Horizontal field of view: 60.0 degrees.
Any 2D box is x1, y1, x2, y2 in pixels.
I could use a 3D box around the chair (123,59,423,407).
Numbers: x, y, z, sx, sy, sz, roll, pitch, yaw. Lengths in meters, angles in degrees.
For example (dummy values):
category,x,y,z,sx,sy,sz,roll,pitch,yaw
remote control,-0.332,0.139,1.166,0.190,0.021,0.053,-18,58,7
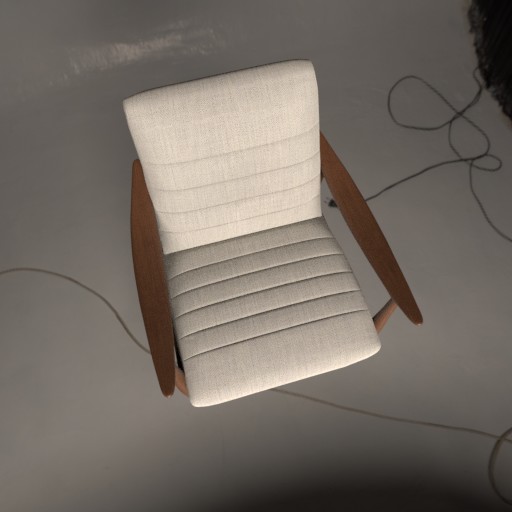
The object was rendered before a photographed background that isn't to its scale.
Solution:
category,x,y,z,sx,sy,sz,roll,pitch,yaw
chair,0.000,0.000,1.444,0.741,0.832,0.798,-14,65,-7
